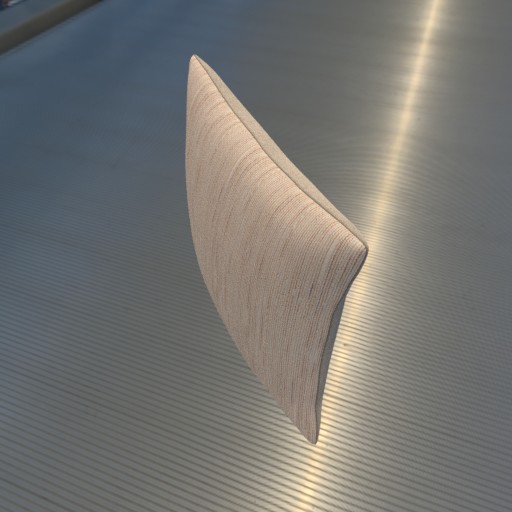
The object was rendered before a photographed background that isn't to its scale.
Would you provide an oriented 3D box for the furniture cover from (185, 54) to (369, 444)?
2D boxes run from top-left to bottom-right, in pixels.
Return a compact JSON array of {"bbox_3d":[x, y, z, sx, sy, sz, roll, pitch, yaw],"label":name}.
[{"bbox_3d":[0.000,0.000,0.774,0.178,0.506,0.512,-19,50,-17],"label":"furniture cover"}]
